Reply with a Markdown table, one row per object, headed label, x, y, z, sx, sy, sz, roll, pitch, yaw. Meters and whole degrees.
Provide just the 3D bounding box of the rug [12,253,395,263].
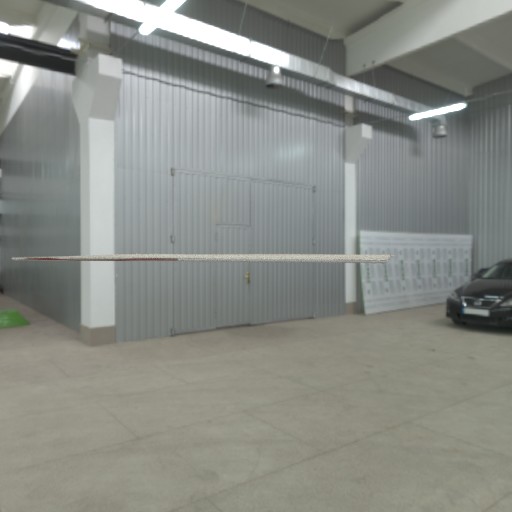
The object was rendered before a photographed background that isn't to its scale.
| label | x | y | z | sx | sy | sz | roll | pitch | yaw |
| --- | --- | --- | --- | --- | --- | --- | --- | --- | --- |
| rug | 0.000 | 0.000 | 4.116 | 2.434 | 0.045 | 3.202 | 0 | 1 | 18 |
